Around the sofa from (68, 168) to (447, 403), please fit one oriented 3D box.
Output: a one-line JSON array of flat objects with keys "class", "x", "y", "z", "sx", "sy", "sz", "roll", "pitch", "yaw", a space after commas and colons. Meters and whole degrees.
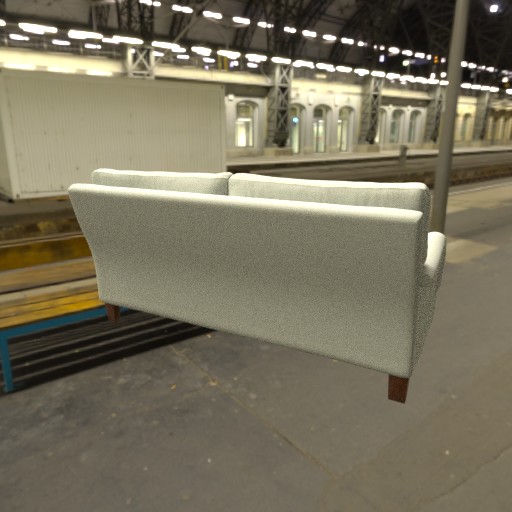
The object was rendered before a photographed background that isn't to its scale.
[{"class": "sofa", "x": 0.000, "y": 0.000, "z": 2.840, "sx": 2.193, "sy": 1.096, "sz": 1.069, "roll": 9, "pitch": 18, "yaw": 28}]
